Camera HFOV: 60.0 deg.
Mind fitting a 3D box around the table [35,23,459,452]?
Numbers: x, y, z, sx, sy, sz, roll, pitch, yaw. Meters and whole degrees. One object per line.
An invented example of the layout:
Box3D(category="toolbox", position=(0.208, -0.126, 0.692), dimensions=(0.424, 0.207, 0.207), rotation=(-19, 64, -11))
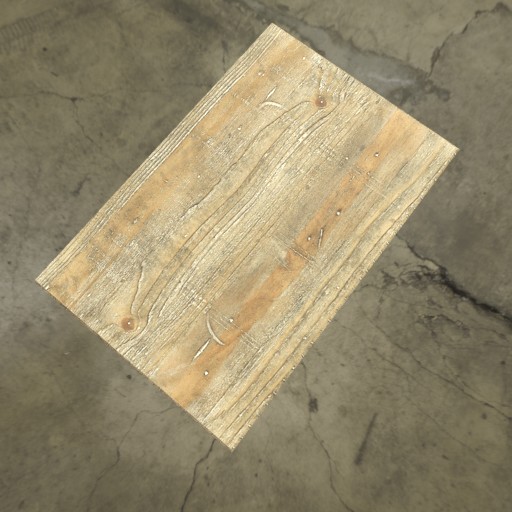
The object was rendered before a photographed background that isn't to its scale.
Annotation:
Box3D(category="table", position=(0.000, 0.000, 1.148), dimensions=(0.457, 0.711, 0.686), rotation=(38, 80, 8))
